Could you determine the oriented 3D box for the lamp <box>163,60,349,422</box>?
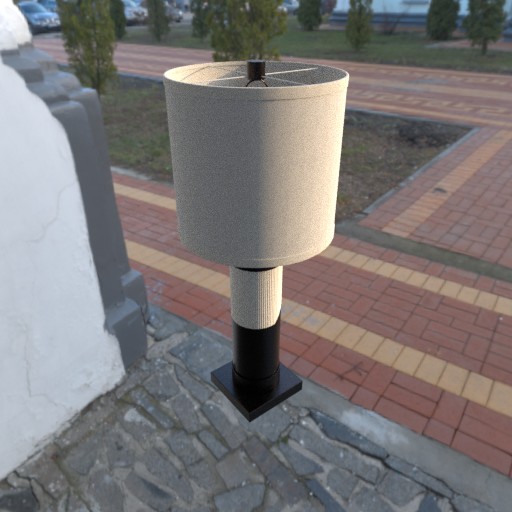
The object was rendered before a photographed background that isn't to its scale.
[{"bbox_3d":[0.000,0.000,0.628,0.211,0.509,0.211,-21,36,-32],"label":"lamp"}]
